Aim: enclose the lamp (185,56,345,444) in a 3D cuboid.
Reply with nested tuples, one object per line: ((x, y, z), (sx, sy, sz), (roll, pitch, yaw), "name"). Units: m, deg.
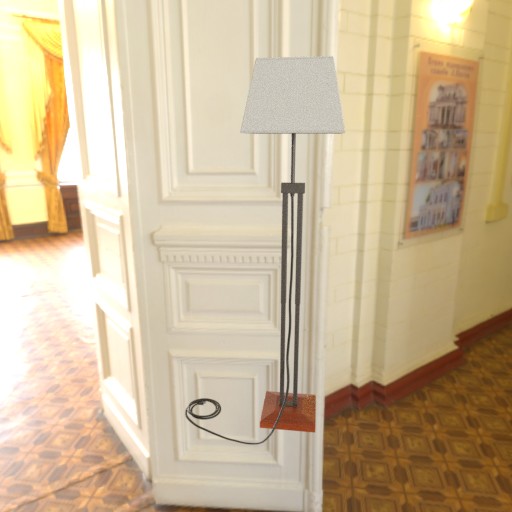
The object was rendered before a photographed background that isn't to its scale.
((0.000, 0.000, 2.054), (0.745, 1.712, 0.472), (2, 15, 8), "lamp")
